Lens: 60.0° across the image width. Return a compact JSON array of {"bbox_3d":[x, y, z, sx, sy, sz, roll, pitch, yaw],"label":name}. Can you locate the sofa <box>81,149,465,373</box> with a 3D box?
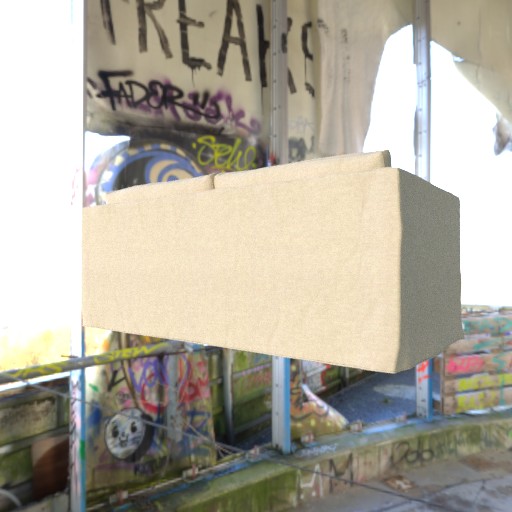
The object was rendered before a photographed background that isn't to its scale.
[{"bbox_3d":[0.000,0.000,2.449,1.959,0.835,0.962,-1,-1,37],"label":"sofa"}]
